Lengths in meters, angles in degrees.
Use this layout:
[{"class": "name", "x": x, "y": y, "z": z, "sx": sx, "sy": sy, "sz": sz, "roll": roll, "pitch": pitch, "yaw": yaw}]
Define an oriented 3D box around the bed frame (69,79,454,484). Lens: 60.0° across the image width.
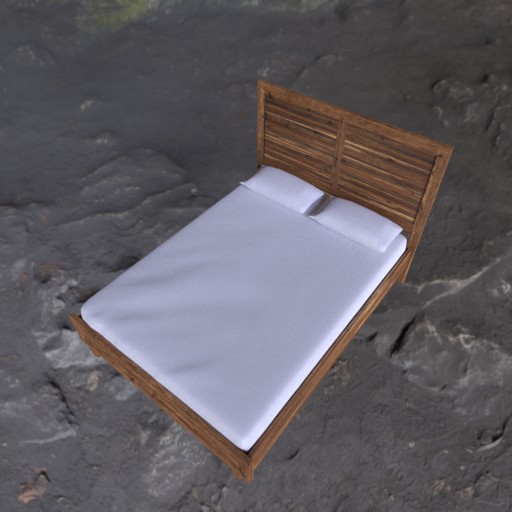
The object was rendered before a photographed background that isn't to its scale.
[{"class": "bed frame", "x": 0.000, "y": 0.000, "z": 3.321, "sx": 1.696, "sy": 1.417, "sz": 2.276, "roll": 30, "pitch": 53, "yaw": 25}]
